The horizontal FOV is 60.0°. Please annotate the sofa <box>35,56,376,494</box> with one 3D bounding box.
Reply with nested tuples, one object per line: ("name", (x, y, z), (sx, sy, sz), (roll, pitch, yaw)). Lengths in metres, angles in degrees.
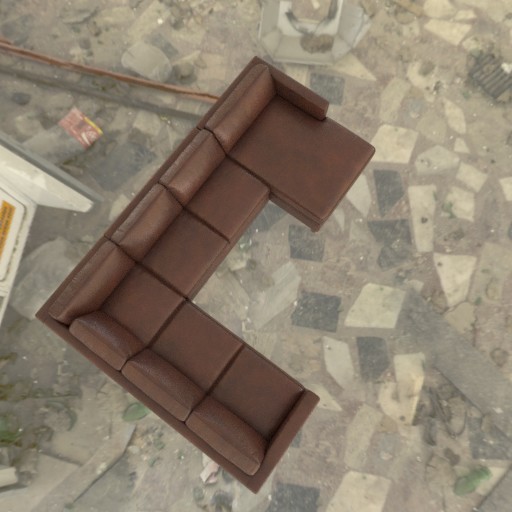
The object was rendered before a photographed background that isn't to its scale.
("sofa", (0.000, 0.000, 4.348), (2.452, 0.891, 3.324), (35, 79, 8))
